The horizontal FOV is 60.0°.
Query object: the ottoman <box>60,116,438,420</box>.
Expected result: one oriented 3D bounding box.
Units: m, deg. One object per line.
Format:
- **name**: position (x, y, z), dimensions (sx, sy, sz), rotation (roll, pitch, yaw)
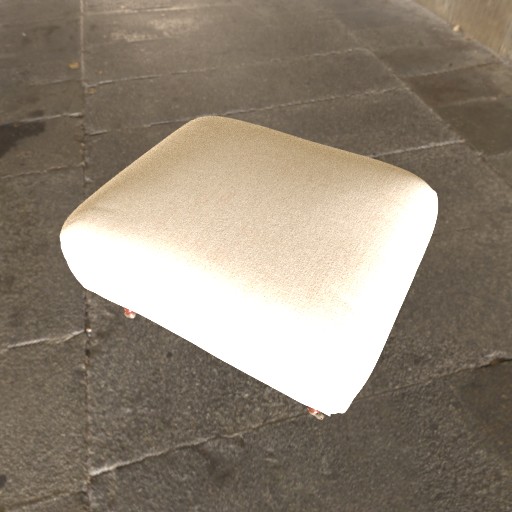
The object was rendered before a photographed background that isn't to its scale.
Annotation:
- **ottoman**: position (0.000, 0.000, 1.138), dimensions (0.747, 0.450, 0.622), rotation (23, 51, 20)
